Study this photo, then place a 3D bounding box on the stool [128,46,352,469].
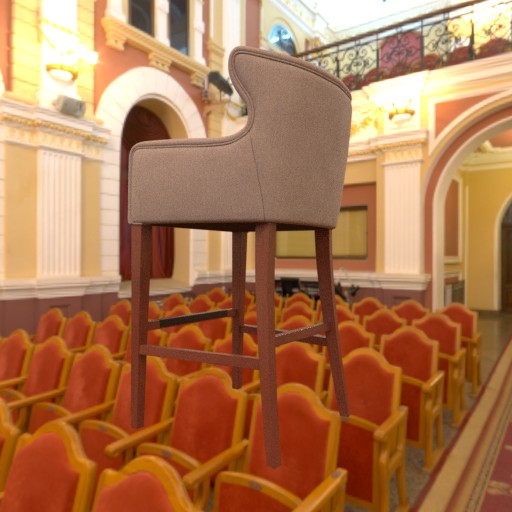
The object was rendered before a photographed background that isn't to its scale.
[{"bbox_3d":[0.000,0.000,1.404,0.575,1.047,0.575,0,0,35],"label":"stool"}]
